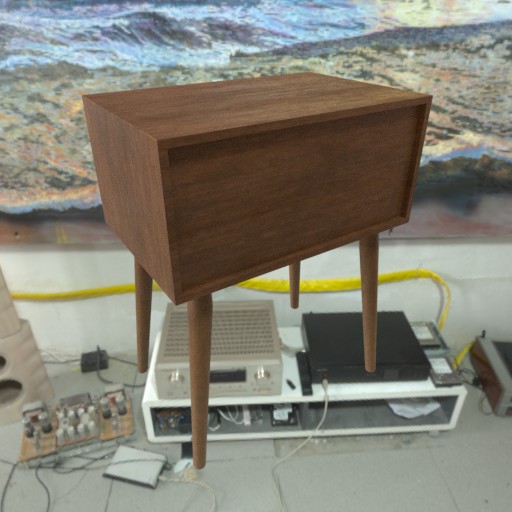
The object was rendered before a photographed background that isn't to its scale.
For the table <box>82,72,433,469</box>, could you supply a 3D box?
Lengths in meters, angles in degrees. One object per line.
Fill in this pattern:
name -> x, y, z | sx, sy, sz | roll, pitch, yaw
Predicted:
table -> 0.000, 0.000, 0.835 | 0.454, 0.580, 0.307 | -18, 35, -28
